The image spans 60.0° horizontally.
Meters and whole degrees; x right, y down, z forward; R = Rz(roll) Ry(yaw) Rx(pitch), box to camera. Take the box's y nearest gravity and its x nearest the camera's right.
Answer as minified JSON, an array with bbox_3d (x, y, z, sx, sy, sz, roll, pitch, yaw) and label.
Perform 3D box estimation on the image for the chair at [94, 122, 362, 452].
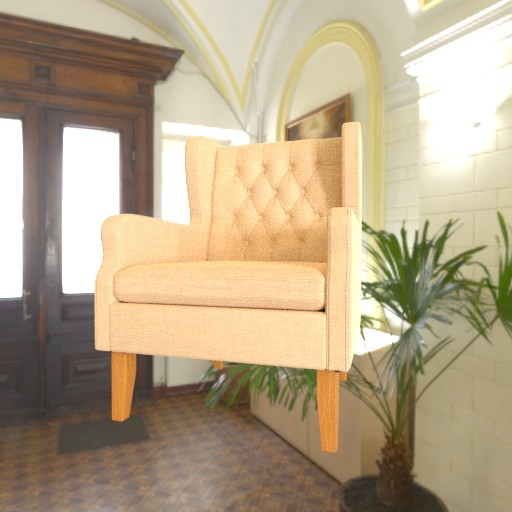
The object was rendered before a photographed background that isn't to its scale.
[{"bbox_3d":[0.000,0.000,1.485,0.710,0.930,0.760,0,1,19],"label":"chair"}]
